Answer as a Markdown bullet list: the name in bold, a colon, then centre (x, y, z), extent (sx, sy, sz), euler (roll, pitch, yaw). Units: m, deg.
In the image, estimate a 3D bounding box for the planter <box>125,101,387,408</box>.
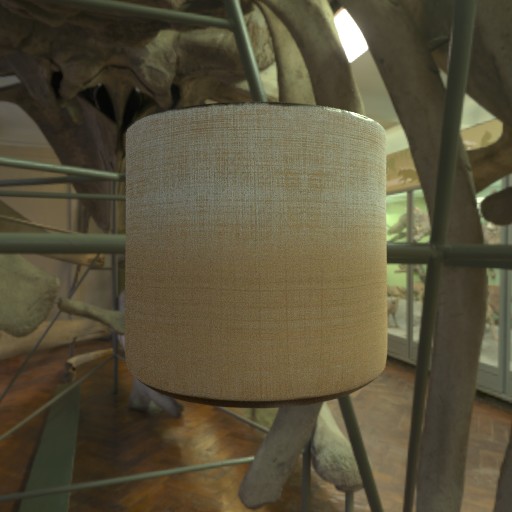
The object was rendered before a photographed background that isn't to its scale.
- **planter**: centre (0.000, 0.000, 0.387), extent (0.221, 0.201, 0.221), euler (0, 1, 0)
